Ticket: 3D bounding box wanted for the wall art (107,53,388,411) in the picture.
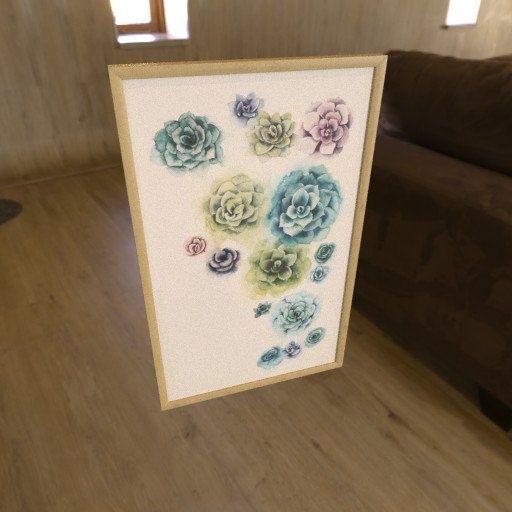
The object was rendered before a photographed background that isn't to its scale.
[{"bbox_3d":[0.000,0.000,0.992,0.510,0.810,0.039,-9,32,-15],"label":"wall art"}]
